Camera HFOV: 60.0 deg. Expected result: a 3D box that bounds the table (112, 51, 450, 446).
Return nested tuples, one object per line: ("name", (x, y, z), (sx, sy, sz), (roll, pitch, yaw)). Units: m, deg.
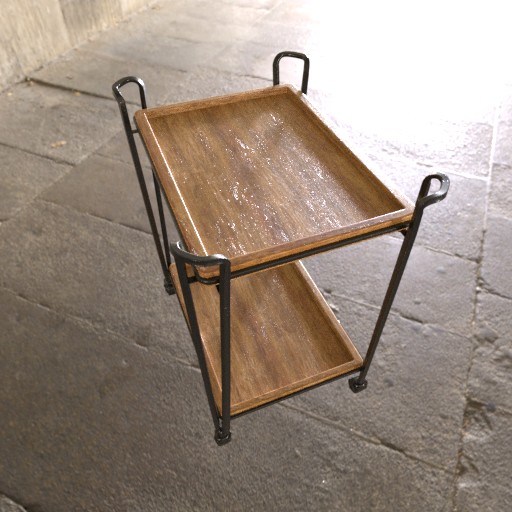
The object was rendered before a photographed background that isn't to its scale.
("table", (0.000, 0.000, 1.195), (0.505, 0.785, 0.672), (-16, 48, -15))
